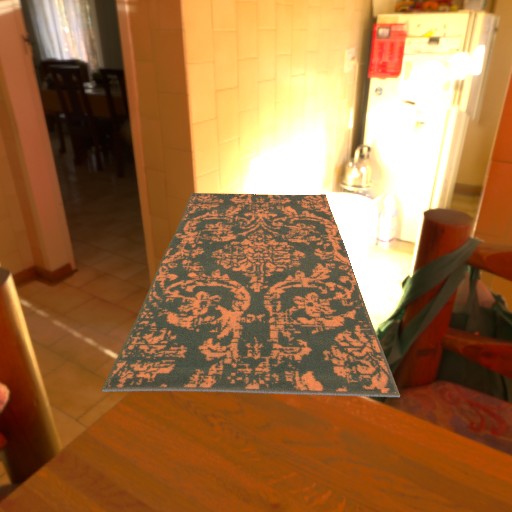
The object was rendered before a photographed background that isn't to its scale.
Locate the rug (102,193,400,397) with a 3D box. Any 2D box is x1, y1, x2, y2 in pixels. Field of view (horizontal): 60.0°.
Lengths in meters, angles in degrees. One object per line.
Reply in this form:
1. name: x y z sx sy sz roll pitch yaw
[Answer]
1. rug: 0.000 0.000 1.435 0.604 0.007 1.219 1 27 1
